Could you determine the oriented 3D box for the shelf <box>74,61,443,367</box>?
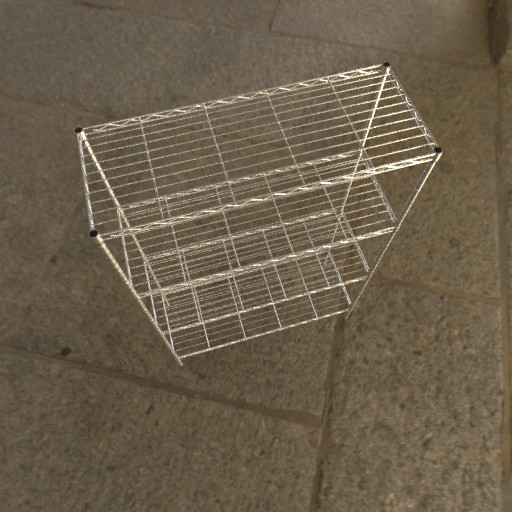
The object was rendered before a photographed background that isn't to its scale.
[{"bbox_3d":[0.000,0.000,1.762,0.907,1.360,0.352,-15,64,-7],"label":"shelf"}]
